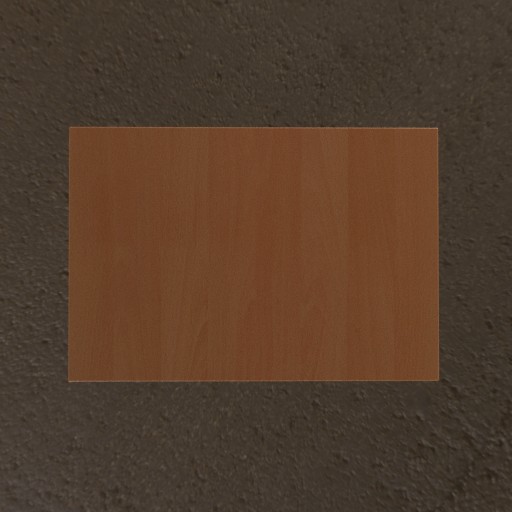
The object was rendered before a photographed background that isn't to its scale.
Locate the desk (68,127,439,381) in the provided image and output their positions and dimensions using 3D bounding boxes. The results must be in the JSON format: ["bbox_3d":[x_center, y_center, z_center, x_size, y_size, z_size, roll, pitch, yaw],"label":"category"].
[{"bbox_3d":[0.000,0.000,1.070,0.600,0.730,0.404,0,89,-1],"label":"desk"}]
